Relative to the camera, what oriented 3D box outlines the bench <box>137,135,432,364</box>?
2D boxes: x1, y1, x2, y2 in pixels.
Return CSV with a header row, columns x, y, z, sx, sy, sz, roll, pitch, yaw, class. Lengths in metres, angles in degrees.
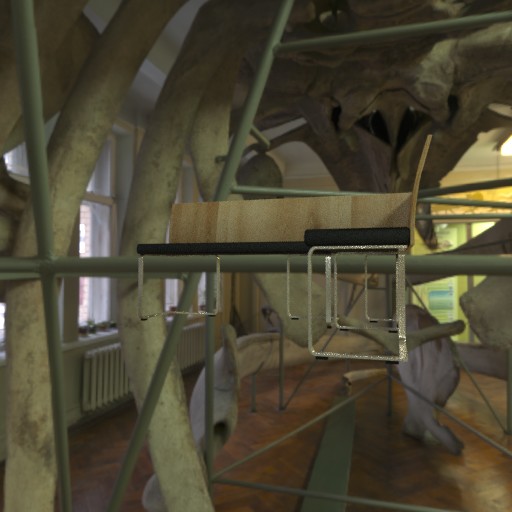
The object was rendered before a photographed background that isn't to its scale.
x,y,z,sx,sy,sz,roll,pitch,yaw,class
0.000,0.000,2.768,1.945,0.930,1.495,0,-1,17,bench
